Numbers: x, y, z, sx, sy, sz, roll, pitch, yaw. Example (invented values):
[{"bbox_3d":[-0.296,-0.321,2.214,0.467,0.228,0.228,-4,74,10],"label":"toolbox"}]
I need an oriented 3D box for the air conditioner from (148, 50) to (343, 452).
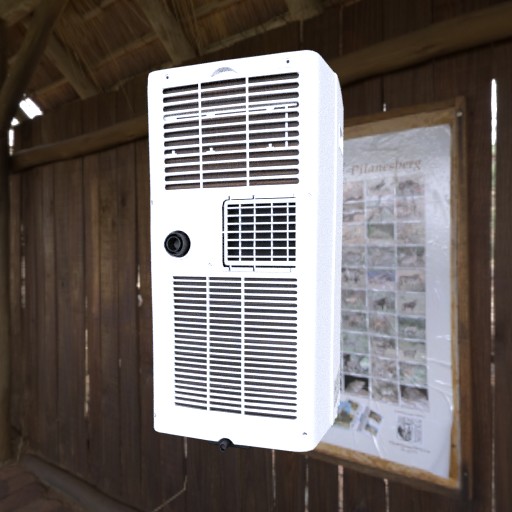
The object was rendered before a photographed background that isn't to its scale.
[{"bbox_3d":[0.000,0.000,0.814,0.304,0.606,0.349,0,1,18],"label":"air conditioner"}]
